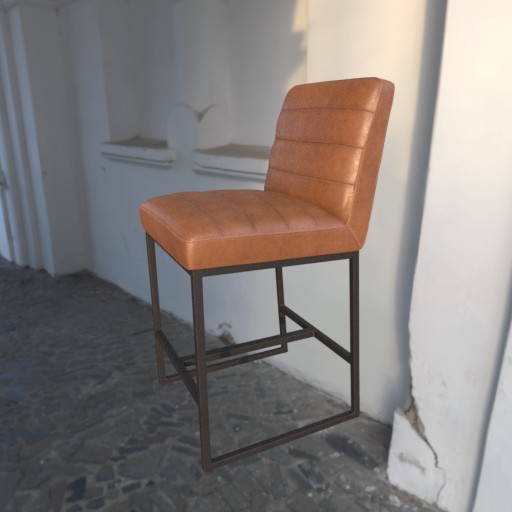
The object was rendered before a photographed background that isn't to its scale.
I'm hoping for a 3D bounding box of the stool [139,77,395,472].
[{"bbox_3d":[0.000,0.000,1.258,0.556,0.940,0.458,-9,20,-25],"label":"stool"}]
